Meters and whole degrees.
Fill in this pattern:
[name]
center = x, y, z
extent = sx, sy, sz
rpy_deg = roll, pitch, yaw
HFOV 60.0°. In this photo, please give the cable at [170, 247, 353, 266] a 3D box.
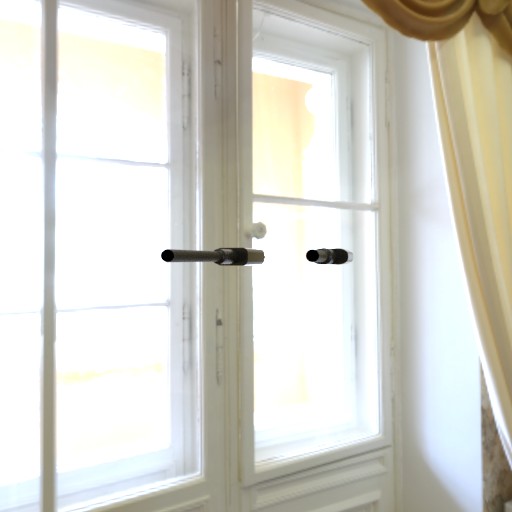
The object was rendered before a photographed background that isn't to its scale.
[cable]
center = 0.000, 0.000, 0.109
extent = 0.040, 0.006, 0.098
rpy_deg = 0, 0, 17
